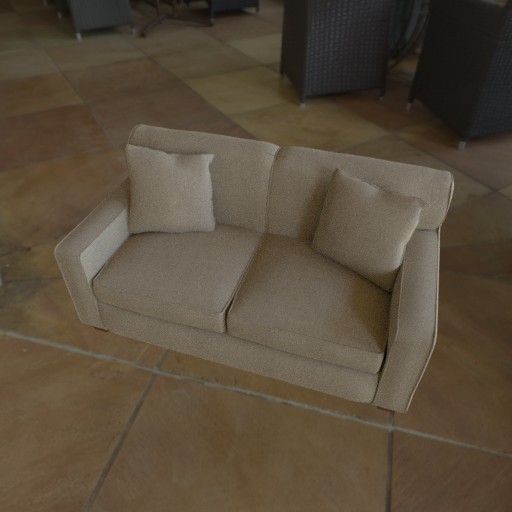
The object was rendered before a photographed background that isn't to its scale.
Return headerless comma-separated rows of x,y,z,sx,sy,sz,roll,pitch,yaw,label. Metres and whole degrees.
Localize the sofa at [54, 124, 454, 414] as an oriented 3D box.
0.000,0.000,2.423,1.846,0.958,0.998,12,43,14,sofa
